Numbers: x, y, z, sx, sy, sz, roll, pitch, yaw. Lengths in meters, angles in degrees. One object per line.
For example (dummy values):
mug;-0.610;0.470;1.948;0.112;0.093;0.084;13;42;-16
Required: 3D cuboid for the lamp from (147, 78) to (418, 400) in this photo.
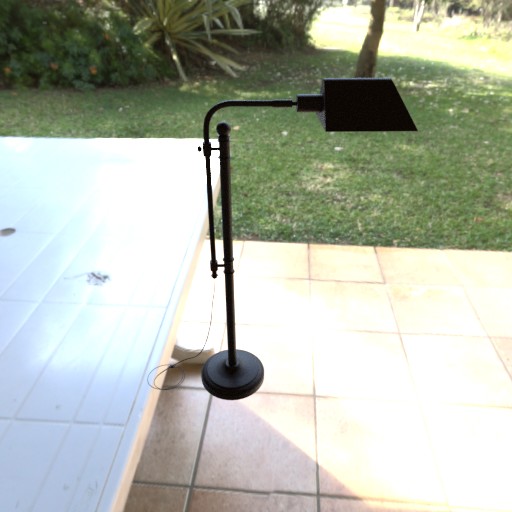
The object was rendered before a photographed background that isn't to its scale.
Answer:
lamp;0.000;0.000;0.940;0.545;0.708;0.159;-1;31;-1
